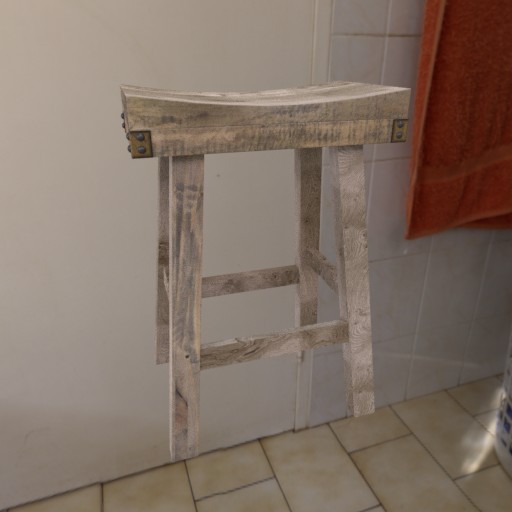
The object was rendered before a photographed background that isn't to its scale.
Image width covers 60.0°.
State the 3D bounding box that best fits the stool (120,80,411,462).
[{"bbox_3d":[0.000,0.000,0.886,0.450,0.635,0.330,-7,25,-16],"label":"stool"}]
